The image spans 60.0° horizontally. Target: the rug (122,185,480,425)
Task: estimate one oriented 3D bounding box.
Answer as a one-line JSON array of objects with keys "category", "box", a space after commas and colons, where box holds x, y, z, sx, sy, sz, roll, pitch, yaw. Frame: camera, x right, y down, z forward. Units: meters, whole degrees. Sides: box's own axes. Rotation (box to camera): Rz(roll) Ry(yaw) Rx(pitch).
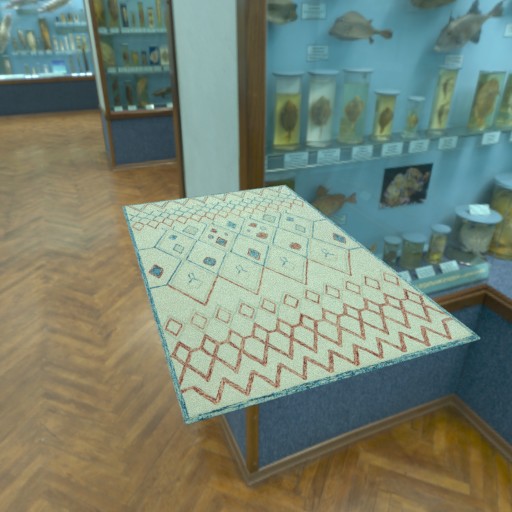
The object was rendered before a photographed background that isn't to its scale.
[{"category": "rug", "box": [0.000, 0.000, 3.015, 1.524, 0.015, 2.438, -10, 30, -18]}]
